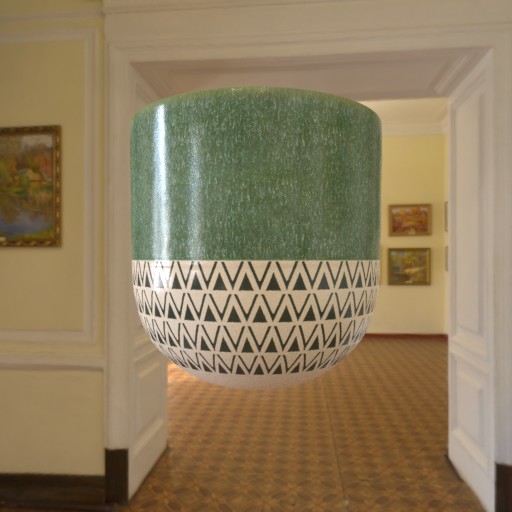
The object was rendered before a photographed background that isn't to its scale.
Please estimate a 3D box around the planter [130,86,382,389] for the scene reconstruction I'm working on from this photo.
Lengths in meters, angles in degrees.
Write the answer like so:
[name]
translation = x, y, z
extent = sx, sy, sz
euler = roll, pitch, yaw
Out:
[planter]
translation = 0.000, 0.000, 0.485
extent = 0.266, 0.270, 0.266
euler = 0, 0, 0
